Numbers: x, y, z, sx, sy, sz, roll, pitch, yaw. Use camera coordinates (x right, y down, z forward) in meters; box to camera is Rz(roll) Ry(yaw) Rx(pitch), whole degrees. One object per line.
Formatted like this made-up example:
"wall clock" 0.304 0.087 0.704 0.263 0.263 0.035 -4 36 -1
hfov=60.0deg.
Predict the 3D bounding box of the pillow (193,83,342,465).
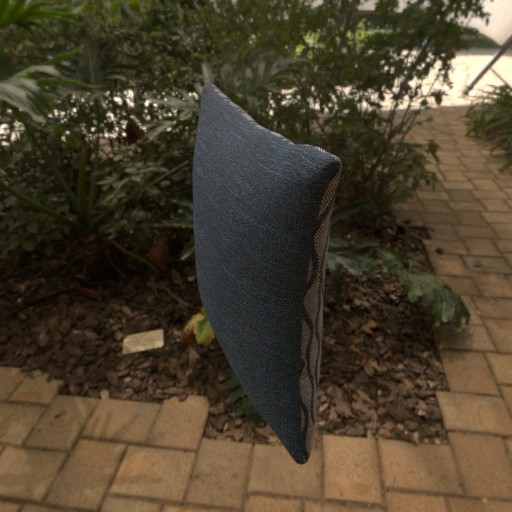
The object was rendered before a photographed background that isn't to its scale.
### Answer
"pillow" 0.000 0.000 0.665 0.159 0.435 0.435 -11 31 -18
